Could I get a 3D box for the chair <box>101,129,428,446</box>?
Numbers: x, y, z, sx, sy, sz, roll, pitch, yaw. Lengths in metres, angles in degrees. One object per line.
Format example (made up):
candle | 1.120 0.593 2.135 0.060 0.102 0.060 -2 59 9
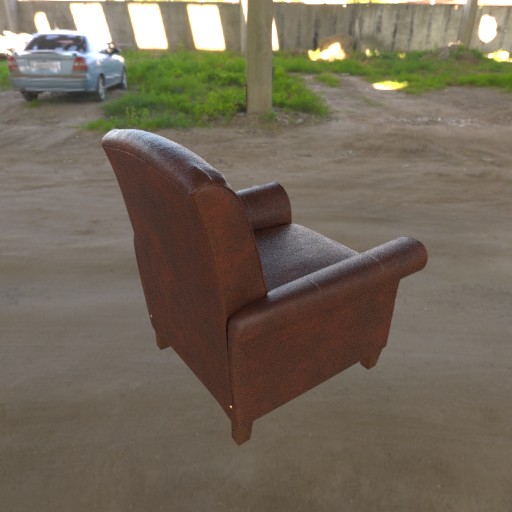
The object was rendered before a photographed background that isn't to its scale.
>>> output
chair | 0.000 0.000 1.799 0.902 1.061 0.978 -18 32 -31
